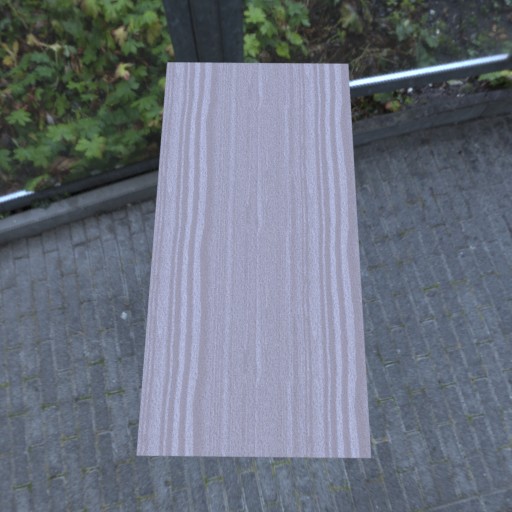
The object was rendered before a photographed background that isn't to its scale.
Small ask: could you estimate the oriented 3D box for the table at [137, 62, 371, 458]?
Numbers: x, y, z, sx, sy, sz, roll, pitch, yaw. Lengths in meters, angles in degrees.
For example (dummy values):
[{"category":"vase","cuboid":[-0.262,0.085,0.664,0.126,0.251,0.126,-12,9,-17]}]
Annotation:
[{"category":"table","cuboid":[0.000,0.000,1.514,0.600,0.450,1.200,1,74,0]}]
